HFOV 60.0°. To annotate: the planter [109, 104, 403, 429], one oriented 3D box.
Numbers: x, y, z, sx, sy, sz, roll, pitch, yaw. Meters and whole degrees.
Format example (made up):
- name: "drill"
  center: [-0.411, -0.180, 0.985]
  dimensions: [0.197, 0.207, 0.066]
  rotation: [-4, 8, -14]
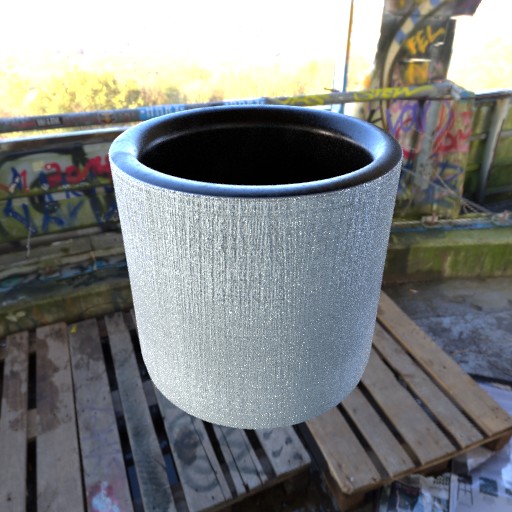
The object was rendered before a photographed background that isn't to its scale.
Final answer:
- name: "planter"
  center: [0.000, 0.000, 0.285]
  dimensions: [0.160, 0.156, 0.160]
  rotation: [0, 32, 0]
